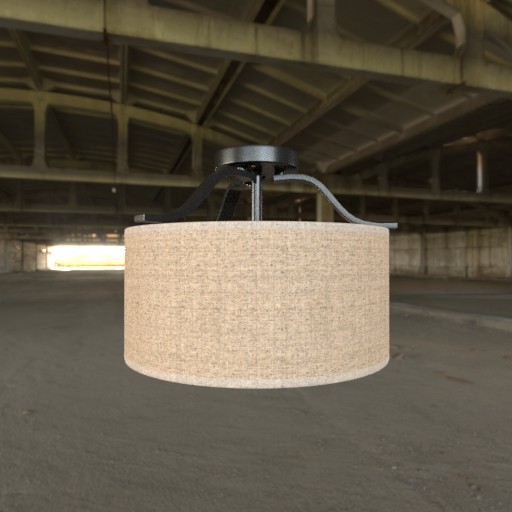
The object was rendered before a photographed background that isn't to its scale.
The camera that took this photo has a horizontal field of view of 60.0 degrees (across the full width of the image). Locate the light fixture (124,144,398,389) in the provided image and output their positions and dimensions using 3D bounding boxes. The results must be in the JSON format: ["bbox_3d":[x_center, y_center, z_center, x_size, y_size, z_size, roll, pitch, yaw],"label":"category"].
[{"bbox_3d":[0.000,0.000,0.672,0.390,0.306,0.390,0,0,0],"label":"light fixture"}]
